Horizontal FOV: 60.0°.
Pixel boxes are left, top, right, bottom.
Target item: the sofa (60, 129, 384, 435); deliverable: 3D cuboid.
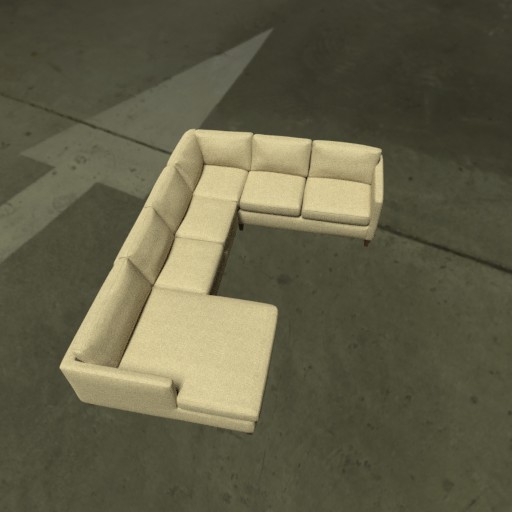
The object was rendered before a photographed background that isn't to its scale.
[{"bbox_3d":[0.000,0.000,4.664,2.593,0.959,3.460,8,48,7],"label":"sofa"}]
